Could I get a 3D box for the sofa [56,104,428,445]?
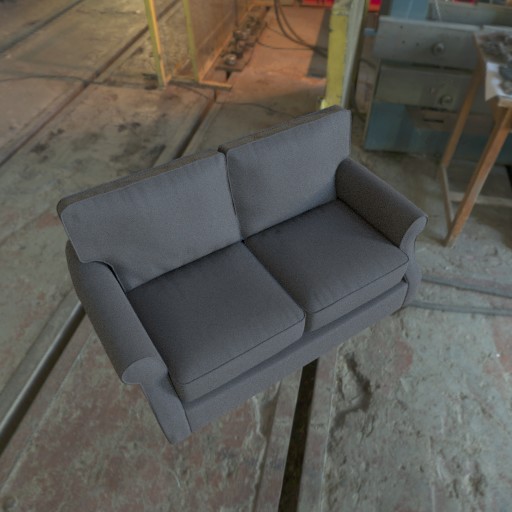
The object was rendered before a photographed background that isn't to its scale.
[{"bbox_3d":[0.000,0.000,2.222,1.665,0.937,0.964,-25,51,-22],"label":"sofa"}]
